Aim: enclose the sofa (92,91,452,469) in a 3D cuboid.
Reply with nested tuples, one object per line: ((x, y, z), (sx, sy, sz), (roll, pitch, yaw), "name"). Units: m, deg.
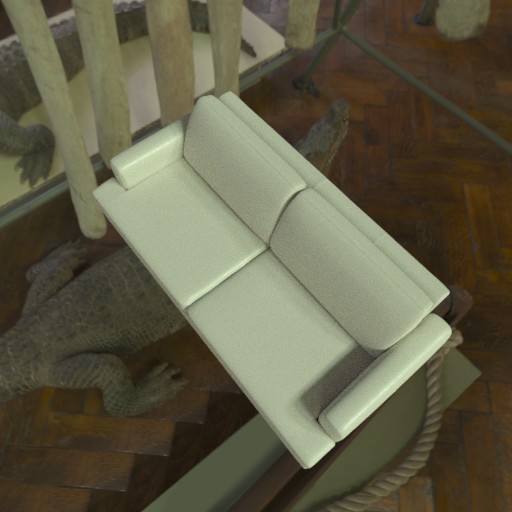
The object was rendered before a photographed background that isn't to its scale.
((0.000, 0.000, 2.417), (0.974, 0.765, 1.940), (-36, 69, -17), "sofa")
